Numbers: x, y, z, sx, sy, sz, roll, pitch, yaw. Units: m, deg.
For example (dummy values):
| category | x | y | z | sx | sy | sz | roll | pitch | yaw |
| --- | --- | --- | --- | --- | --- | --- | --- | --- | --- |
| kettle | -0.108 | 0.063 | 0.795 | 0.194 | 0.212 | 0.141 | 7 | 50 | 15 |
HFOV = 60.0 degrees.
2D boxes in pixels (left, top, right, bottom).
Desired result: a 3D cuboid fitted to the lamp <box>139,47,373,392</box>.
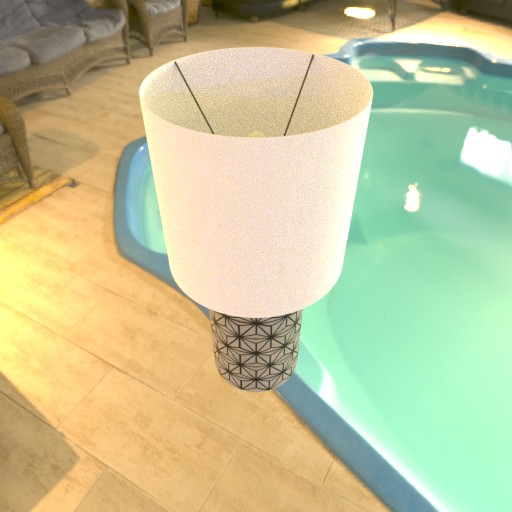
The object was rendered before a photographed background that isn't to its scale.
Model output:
| category | x | y | z | sx | sy | sz | roll | pitch | yaw |
| --- | --- | --- | --- | --- | --- | --- | --- | --- | --- |
| lamp | 0.000 | 0.000 | 0.537 | 0.206 | 0.416 | 0.206 | 26 | 48 | 26 |
